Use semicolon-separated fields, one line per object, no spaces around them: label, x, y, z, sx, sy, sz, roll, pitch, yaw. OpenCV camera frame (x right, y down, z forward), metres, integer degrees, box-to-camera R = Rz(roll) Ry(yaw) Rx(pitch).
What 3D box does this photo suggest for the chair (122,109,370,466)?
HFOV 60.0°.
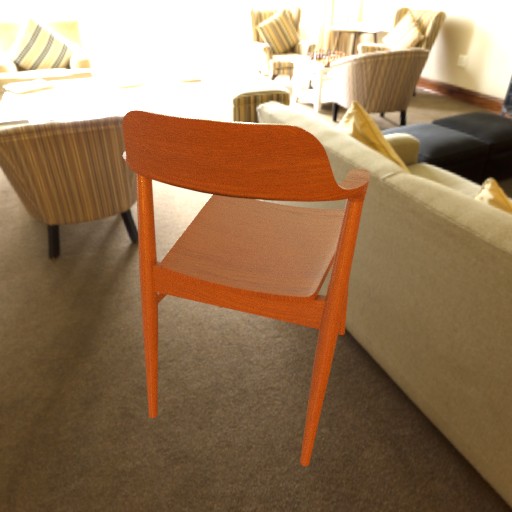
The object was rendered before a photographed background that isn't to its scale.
chair;0.000;0.000;1.091;0.496;0.801;0.499;11;35;16
